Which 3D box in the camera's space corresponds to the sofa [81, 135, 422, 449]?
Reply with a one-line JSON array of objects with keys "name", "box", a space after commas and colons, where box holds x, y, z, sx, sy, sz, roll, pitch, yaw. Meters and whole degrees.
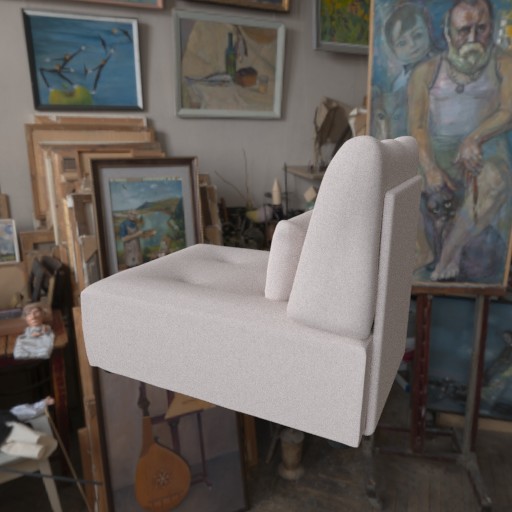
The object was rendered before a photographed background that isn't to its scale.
[{"name": "sofa", "box": [0.000, 0.000, 1.562, 1.000, 0.820, 0.700, 8, 17, 26]}]
